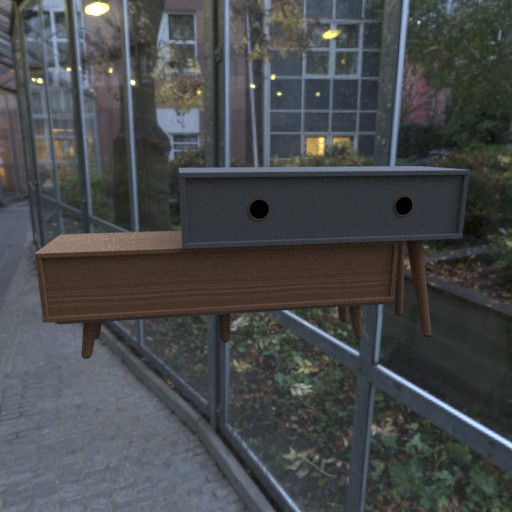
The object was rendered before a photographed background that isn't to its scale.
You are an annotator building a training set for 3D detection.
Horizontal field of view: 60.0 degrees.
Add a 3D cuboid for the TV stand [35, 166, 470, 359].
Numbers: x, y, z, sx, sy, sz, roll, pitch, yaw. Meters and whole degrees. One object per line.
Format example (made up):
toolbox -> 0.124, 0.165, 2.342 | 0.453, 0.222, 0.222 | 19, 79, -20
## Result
TV stand -> 0.000, 0.000, 1.536 | 1.336, 0.591, 0.329 | -2, 14, -10
